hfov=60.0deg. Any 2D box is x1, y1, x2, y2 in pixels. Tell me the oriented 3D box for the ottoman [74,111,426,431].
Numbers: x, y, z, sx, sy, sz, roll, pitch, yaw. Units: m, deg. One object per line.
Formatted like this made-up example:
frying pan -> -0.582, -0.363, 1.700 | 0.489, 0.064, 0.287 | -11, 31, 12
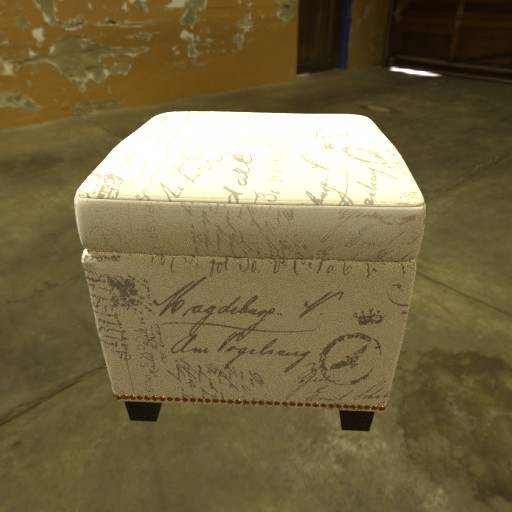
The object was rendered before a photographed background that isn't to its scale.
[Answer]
ottoman -> 0.000, 0.000, 0.820 | 0.450, 0.457, 0.449 | 2, 30, 3
